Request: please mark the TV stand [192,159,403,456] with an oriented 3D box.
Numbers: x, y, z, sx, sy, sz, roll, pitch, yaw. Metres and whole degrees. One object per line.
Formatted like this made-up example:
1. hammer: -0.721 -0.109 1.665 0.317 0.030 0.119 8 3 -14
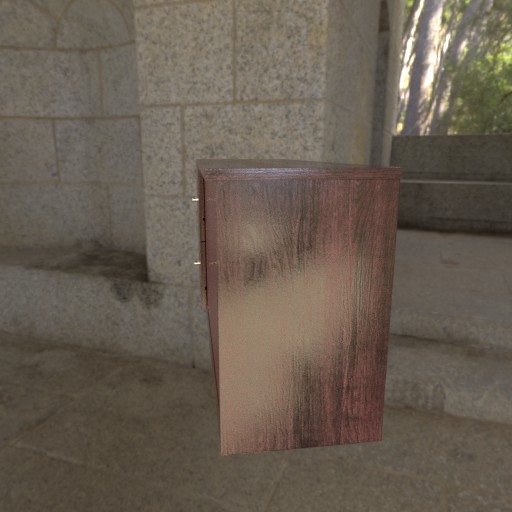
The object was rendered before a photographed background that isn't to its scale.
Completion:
1. TV stand: 0.000 0.000 1.475 0.404 0.614 1.192 -2 13 -8
